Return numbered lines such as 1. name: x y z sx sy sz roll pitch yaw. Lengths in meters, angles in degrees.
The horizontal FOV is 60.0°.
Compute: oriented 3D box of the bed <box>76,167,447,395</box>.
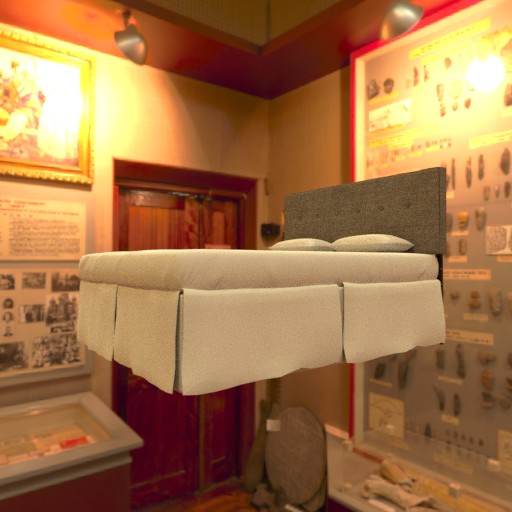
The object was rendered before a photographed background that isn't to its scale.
1. bed: 0.000 0.000 2.967 1.958 1.168 1.621 1 -1 -36
